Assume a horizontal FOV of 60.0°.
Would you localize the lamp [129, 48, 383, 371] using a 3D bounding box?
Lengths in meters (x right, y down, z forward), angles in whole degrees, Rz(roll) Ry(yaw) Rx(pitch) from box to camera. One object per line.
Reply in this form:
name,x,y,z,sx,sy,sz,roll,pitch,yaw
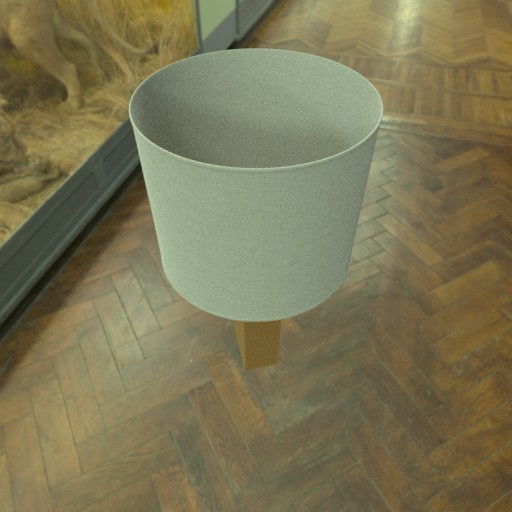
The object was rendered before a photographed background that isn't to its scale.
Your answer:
lamp,0.000,0.000,0.555,0.229,0.417,0.229,-10,47,-10
